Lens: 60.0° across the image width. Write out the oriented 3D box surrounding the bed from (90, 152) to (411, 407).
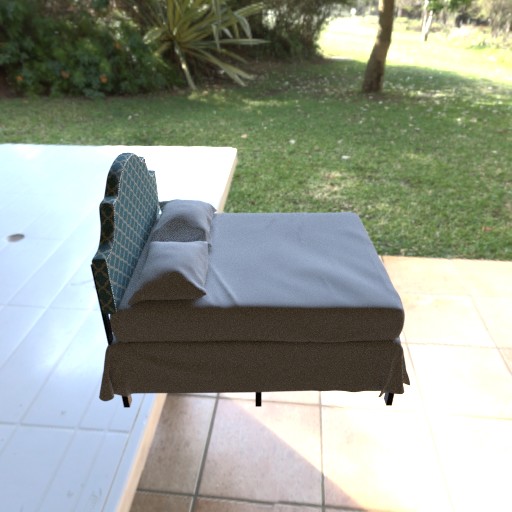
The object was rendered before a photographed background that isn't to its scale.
[{"bbox_3d":[0.000,0.000,3.530,2.222,1.633,1.780,0,30,0],"label":"bed"}]
